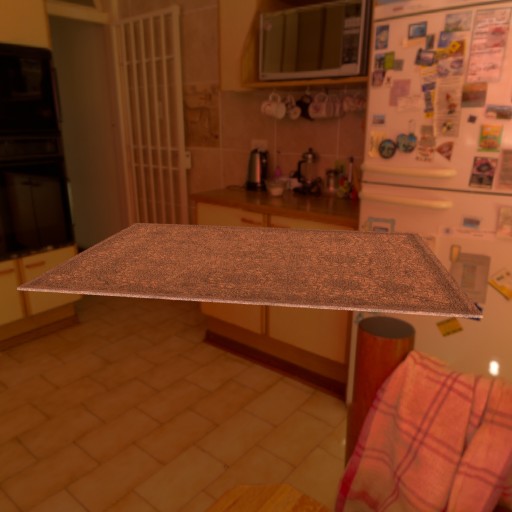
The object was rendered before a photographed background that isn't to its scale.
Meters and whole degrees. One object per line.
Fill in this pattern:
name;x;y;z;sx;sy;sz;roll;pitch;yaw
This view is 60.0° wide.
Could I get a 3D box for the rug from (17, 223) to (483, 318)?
rug;0.000;0.000;2.277;1.819;0.012;1.208;3;17;8
